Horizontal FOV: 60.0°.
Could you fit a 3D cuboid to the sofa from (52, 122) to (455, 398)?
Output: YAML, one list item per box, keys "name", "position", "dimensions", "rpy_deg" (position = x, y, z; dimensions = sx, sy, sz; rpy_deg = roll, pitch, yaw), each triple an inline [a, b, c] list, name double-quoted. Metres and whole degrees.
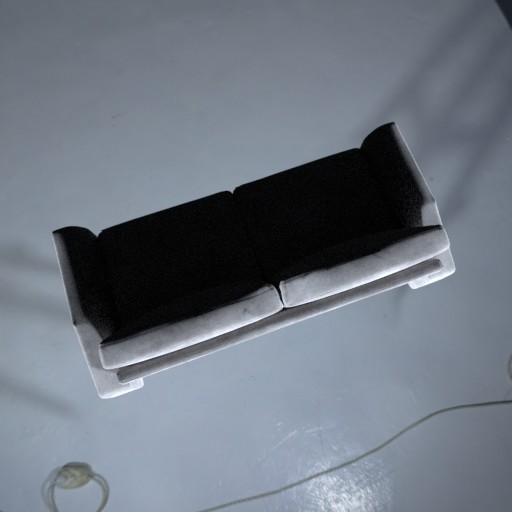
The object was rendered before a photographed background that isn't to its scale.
- name: "sofa"
  position: [0.000, 0.000, 2.286]
  dimensions: [1.837, 0.859, 0.849]
  rpy_deg: [-19, 75, -5]
